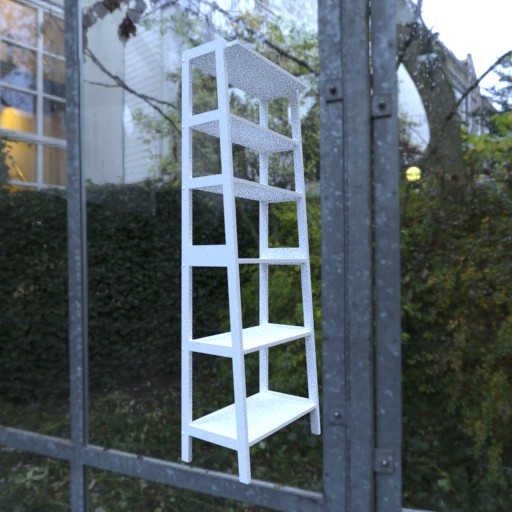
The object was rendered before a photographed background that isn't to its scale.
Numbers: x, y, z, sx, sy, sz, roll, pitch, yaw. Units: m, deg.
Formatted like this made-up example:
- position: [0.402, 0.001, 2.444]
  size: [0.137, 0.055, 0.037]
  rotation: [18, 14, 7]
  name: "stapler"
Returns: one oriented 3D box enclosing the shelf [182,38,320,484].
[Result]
- position: [0.000, 0.000, 2.213]
  size: [0.381, 1.892, 0.660]
  rotation: [0, 0, 35]
  name: "shelf"
